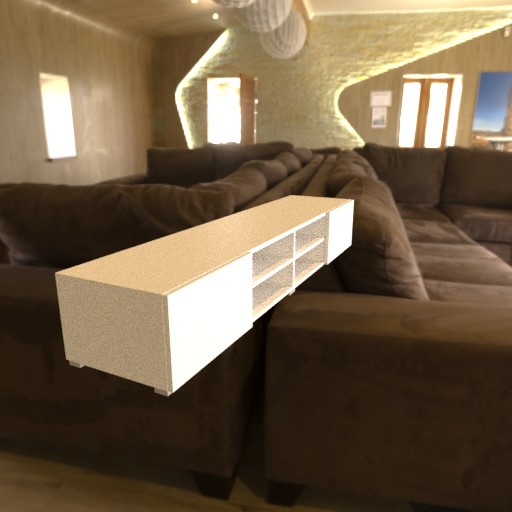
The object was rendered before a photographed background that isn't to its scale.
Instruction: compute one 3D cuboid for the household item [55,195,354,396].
[{"bbox_3d":[0.000,0.000,2.079,0.420,0.310,1.850,8,18,26],"label":"household item"}]
